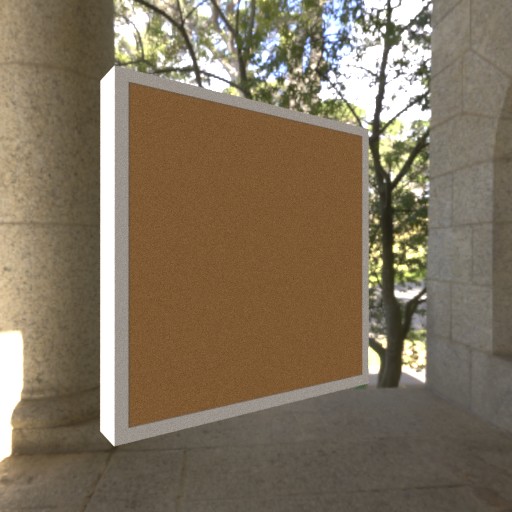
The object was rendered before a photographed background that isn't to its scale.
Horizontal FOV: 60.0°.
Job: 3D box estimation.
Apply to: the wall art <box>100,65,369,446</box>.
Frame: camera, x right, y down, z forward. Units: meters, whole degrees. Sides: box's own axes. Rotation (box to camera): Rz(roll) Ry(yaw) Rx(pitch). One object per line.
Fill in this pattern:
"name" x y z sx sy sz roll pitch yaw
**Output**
"wall art" 0.000 0.000 0.458 0.305 0.305 0.038 0 0 -35
